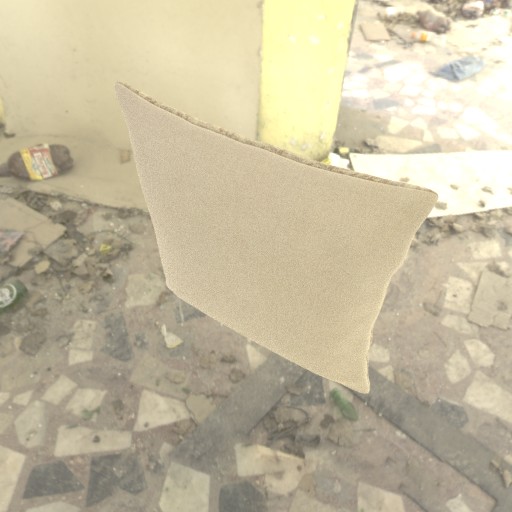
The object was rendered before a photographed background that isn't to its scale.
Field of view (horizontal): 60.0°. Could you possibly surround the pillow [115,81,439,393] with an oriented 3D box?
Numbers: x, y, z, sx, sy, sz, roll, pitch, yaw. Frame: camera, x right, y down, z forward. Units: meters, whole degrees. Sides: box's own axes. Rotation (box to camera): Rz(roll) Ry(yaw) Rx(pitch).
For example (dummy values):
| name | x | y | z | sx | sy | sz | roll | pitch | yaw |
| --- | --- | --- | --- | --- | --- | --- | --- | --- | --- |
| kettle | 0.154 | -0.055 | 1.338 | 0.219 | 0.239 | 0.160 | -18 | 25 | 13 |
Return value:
| name | x | y | z | sx | sy | sz | roll | pitch | yaw |
| --- | --- | --- | --- | --- | --- | --- | --- | --- | --- |
| pillow | 0.000 | 0.000 | 0.790 | 0.523 | 0.510 | 0.166 | 25 | 52 | 22 |
